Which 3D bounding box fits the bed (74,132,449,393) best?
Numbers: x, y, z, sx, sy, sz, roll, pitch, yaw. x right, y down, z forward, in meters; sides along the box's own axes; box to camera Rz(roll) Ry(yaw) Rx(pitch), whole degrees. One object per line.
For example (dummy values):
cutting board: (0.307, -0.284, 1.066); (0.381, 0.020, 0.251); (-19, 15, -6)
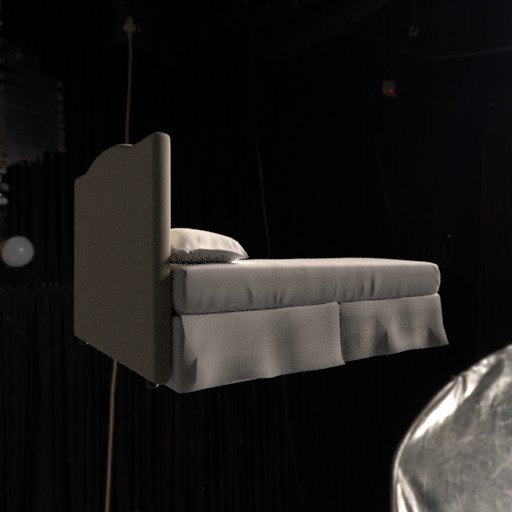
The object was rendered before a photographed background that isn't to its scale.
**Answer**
bed: (0.000, 0.000, 3.668); (2.477, 1.437, 1.977); (0, 0, -35)
